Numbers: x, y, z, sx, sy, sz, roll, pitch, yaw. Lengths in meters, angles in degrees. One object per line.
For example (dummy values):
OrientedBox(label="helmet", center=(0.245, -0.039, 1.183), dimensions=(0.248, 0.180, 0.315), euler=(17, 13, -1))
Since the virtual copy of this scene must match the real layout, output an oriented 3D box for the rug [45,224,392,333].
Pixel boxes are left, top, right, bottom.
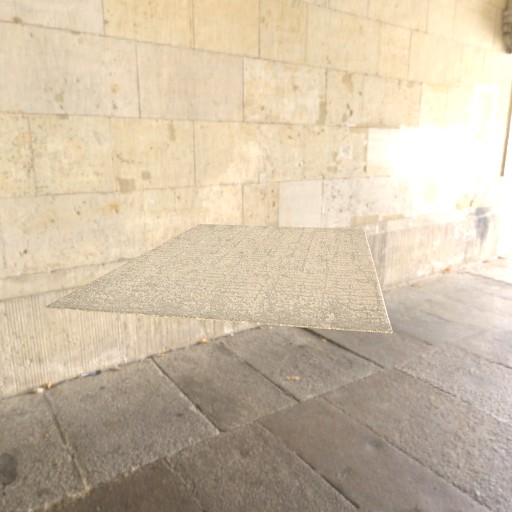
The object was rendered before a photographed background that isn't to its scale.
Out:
OrientedBox(label="rug", center=(0.000, 0.000, 2.362), dimensions=(1.211, 0.007, 1.827), euler=(3, 14, 10))
